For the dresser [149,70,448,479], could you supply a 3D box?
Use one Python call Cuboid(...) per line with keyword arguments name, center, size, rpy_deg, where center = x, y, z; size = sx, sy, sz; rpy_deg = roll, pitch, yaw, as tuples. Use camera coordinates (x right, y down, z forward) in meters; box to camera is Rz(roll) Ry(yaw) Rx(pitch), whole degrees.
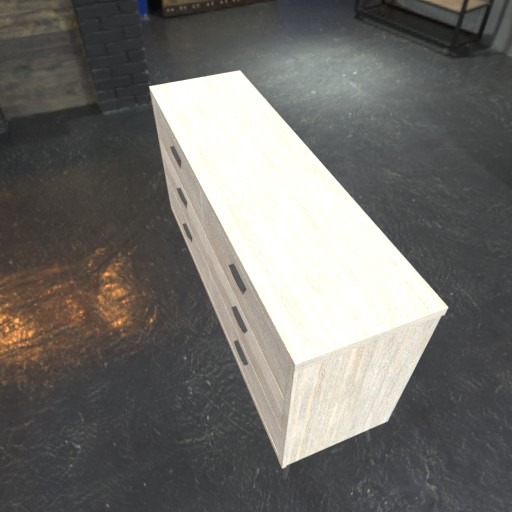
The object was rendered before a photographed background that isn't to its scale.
Cuboid(name="dresser", center=(0.000, 0.000, 1.908), size=(0.457, 0.914, 1.524), rpy_deg=(-16, 49, -15))
